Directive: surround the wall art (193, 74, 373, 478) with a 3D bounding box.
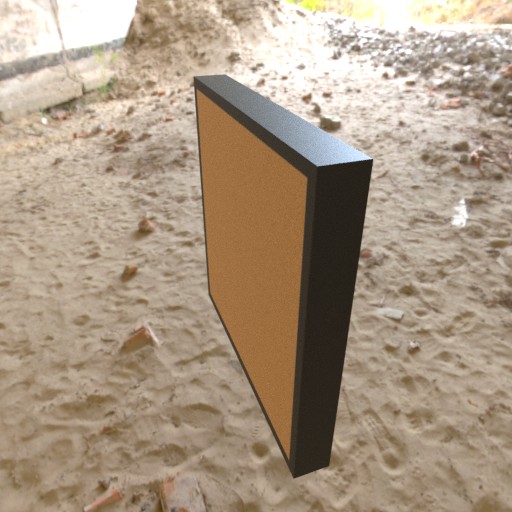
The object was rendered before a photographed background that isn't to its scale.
[{"bbox_3d":[0.000,0.000,0.459,0.038,0.304,0.304,-11,33,-17],"label":"wall art"}]
